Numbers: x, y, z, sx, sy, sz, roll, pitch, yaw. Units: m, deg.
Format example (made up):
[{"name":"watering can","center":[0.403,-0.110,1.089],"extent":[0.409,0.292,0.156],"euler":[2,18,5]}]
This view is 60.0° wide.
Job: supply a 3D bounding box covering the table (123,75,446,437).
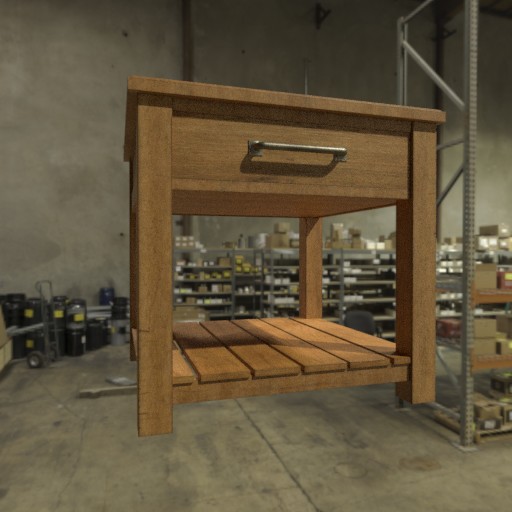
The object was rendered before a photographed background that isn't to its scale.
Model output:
[{"name":"table","center":[0.000,0.000,1.089],"extent":[0.616,0.593,0.612],"euler":[0,1,-17]}]
